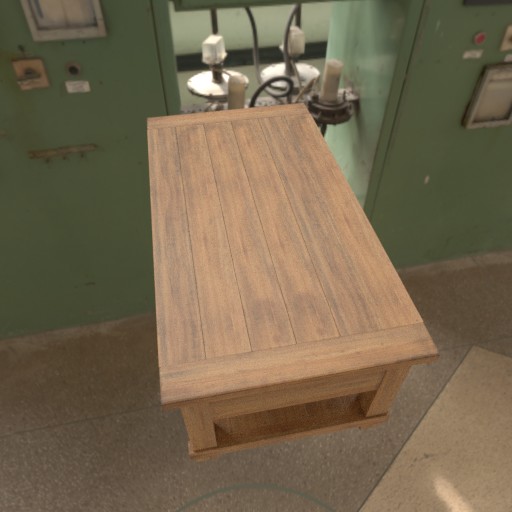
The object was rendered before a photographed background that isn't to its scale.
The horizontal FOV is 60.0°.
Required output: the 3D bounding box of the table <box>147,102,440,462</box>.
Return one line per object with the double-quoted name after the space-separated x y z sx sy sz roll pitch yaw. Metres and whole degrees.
0.000 0.000 1.644 0.693 0.494 1.270 -8 47 -7 "table"
